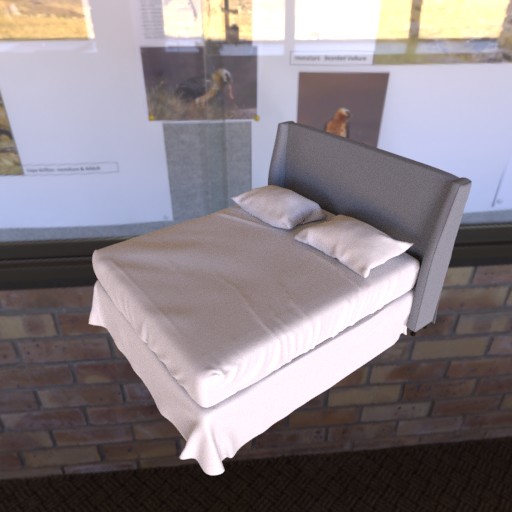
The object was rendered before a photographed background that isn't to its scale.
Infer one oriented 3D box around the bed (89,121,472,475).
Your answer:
[{"bbox_3d":[0.000,0.000,3.398,2.276,1.332,1.925,-22,38,-31],"label":"bed"}]
